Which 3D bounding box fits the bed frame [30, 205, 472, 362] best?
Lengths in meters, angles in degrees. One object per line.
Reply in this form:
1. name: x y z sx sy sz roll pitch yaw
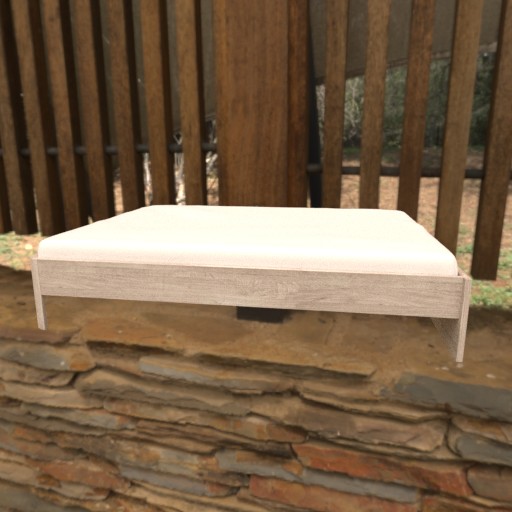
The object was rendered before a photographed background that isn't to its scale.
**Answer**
1. bed frame: 0.000 0.000 2.621 1.950 0.462 1.490 2 14 9
